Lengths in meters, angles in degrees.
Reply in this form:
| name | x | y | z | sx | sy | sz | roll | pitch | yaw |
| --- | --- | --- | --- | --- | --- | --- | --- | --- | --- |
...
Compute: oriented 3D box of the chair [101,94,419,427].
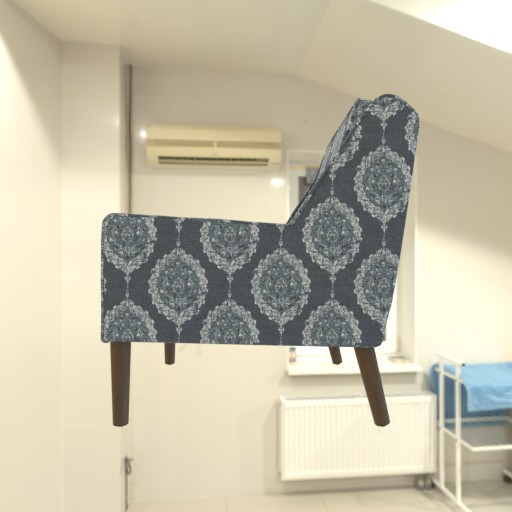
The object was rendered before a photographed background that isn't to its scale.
| name | x | y | z | sx | sy | sz | roll | pitch | yaw |
| --- | --- | --- | --- | --- | --- | --- | --- | --- | --- |
| chair | 0.000 | 0.000 | 1.324 | 0.743 | 0.792 | 0.663 | 0 | 0 | 0 |
